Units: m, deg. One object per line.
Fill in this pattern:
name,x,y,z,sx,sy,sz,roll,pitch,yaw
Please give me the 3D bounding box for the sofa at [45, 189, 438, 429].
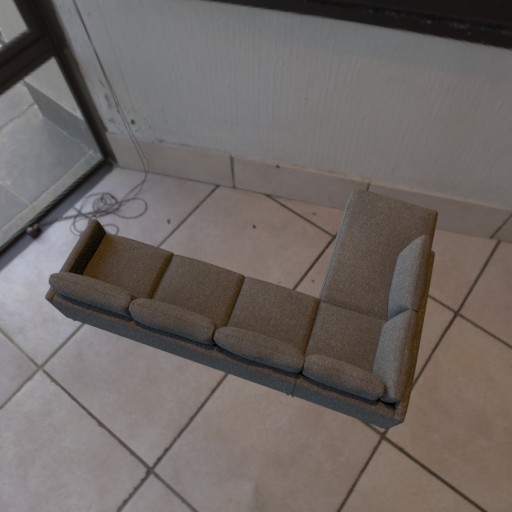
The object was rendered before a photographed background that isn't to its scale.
sofa,0.000,0.000,3.920,2.949,0.815,2.007,17,64,8
